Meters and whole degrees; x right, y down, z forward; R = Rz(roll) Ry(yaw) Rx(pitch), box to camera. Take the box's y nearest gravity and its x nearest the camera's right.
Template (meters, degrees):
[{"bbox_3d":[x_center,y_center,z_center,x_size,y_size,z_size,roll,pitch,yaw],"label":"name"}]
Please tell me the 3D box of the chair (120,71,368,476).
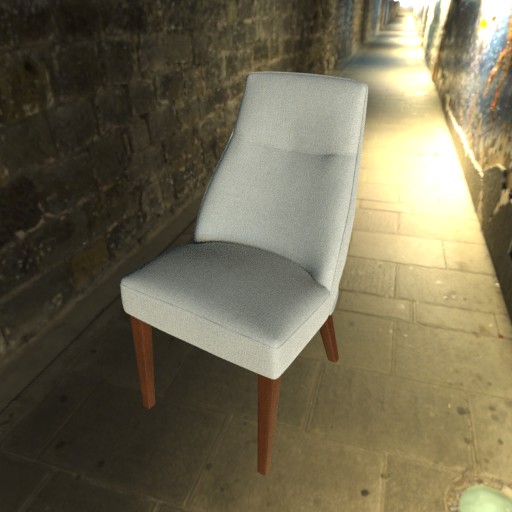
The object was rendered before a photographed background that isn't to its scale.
[{"bbox_3d":[0.000,0.000,1.289,0.500,0.930,0.620,17,34,28],"label":"chair"}]
